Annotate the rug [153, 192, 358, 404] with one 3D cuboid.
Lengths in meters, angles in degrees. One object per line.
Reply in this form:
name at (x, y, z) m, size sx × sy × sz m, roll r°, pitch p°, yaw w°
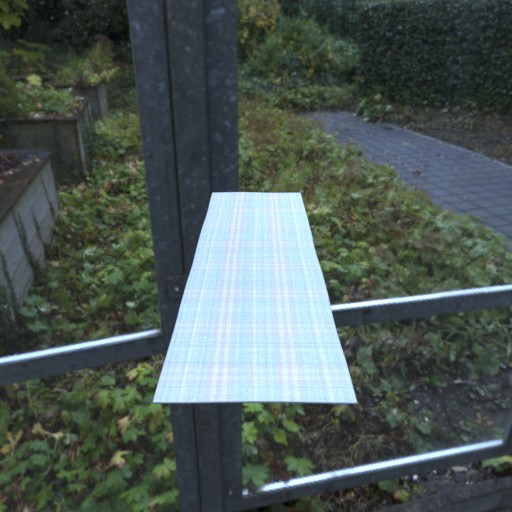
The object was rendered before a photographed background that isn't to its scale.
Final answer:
rug at (0.000, 0.000, 2.735) m, size 0.762 × 0.013 × 2.439 m, roll 0°, pitch 27°, yaw 0°
